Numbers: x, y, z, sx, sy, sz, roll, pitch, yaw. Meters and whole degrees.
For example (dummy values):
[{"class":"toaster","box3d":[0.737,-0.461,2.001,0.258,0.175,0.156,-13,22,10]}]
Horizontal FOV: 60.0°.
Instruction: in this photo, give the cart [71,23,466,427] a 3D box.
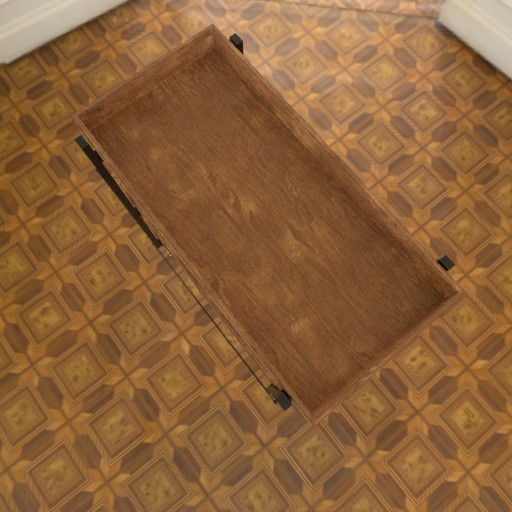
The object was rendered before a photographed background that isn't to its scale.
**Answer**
[{"class":"cart","box3d":[0.000,0.000,1.225,0.411,0.800,0.750,-38,78,-9]}]
